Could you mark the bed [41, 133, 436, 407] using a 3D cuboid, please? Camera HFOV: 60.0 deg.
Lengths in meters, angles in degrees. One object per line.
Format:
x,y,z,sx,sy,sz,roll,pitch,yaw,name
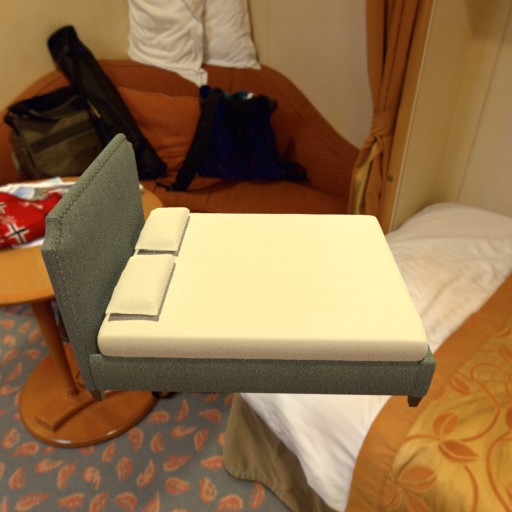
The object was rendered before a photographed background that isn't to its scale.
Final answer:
0.000,0.000,3.415,2.372,1.443,1.712,1,34,1,bed
